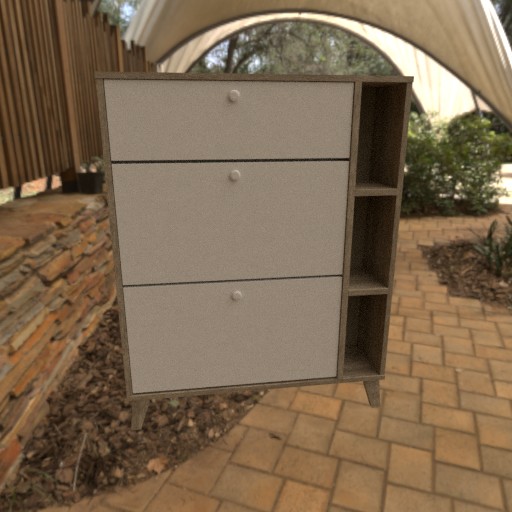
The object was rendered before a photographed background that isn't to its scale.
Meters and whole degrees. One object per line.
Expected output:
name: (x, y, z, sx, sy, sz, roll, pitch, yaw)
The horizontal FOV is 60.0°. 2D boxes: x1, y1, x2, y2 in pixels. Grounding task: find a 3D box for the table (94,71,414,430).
table: (0.000, 0.000, 1.518, 0.902, 1.135, 0.256, -2, 17, -8)
